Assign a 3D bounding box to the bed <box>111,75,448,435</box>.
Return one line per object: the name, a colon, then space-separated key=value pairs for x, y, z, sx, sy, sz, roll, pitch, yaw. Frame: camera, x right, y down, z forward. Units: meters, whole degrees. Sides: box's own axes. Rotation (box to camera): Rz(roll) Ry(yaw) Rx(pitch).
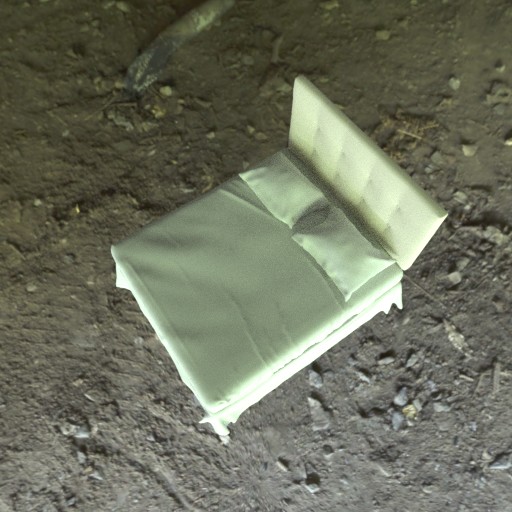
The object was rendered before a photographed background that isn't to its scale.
bed: x=0.000 y=0.000 z=3.707 sx=2.222 sy=1.577 sz=1.936 roll=-32 pitch=68 yaw=-15
